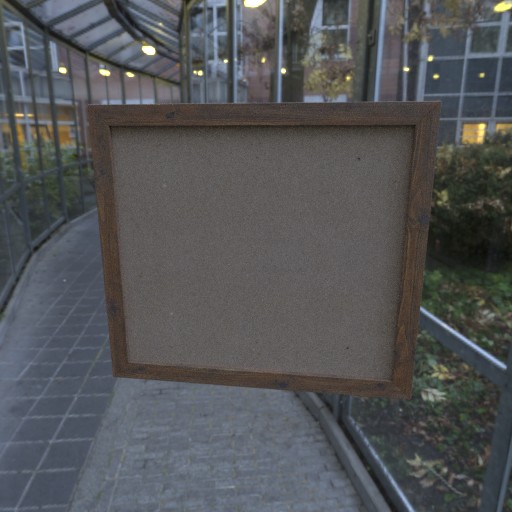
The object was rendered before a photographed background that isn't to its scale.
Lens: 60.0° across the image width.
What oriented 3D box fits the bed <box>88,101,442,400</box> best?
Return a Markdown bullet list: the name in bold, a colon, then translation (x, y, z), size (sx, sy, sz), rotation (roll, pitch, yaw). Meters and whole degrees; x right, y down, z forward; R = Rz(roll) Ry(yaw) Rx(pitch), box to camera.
- **bed**: translation (0.000, 0.000, 1.444), size (1.046, 0.942, 0.046), rotation (2, 15, 8)
